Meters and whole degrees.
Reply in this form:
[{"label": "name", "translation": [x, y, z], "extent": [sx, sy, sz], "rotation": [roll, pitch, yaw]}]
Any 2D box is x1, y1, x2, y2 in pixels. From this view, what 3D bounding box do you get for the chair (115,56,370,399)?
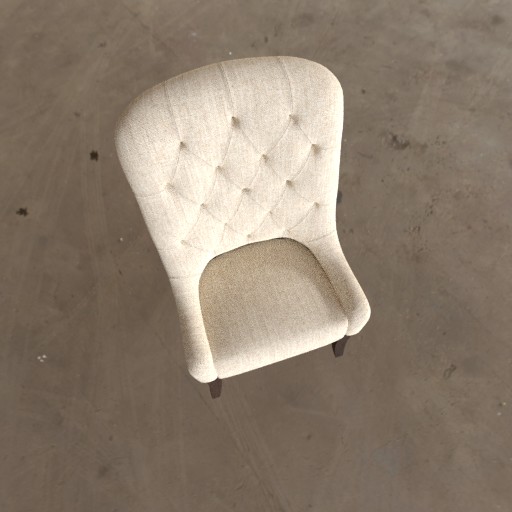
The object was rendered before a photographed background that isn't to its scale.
[{"label": "chair", "translation": [0.000, 0.000, 1.487], "extent": [0.634, 1.091, 0.629], "rotation": [-16, 65, -8]}]
